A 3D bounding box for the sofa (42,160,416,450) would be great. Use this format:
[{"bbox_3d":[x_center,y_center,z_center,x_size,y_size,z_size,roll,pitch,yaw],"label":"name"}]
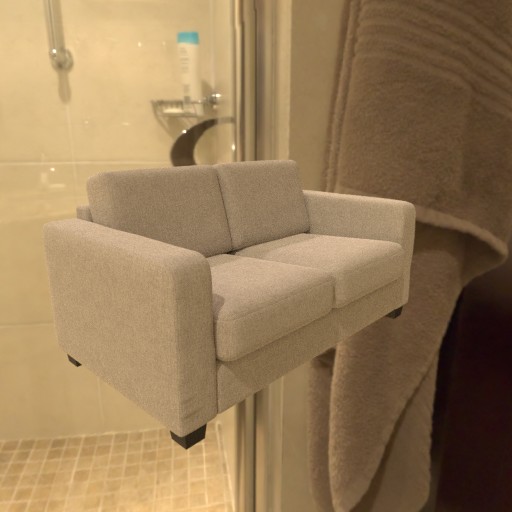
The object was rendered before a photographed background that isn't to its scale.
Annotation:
[{"bbox_3d":[0.000,0.000,2.015,0.900,0.800,1.540,14,21,41],"label":"sofa"}]
